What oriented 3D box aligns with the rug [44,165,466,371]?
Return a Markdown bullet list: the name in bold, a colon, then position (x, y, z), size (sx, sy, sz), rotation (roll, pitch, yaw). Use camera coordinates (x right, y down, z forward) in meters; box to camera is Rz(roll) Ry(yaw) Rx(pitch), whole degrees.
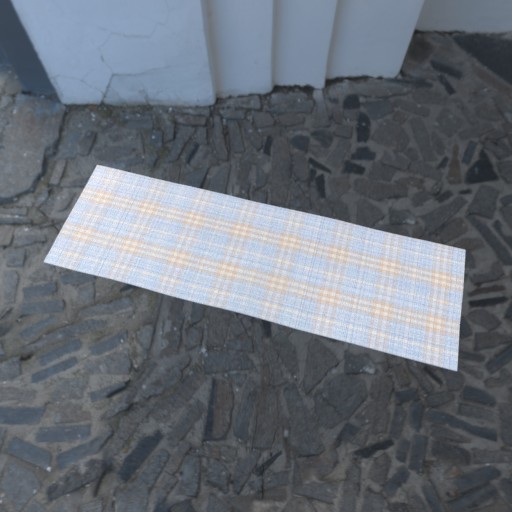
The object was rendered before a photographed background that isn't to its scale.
- **rug**: position (0.000, 0.000, 2.679), size (2.439, 0.013, 0.762), rotation (14, 64, 7)
